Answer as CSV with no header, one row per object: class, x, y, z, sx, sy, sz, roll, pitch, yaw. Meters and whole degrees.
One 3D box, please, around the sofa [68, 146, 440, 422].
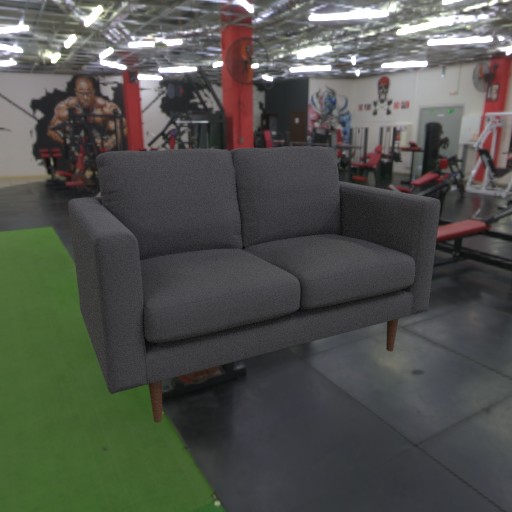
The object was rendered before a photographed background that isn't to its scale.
sofa,0.000,0.000,1.956,1.430,0.908,0.796,-9,19,-26
